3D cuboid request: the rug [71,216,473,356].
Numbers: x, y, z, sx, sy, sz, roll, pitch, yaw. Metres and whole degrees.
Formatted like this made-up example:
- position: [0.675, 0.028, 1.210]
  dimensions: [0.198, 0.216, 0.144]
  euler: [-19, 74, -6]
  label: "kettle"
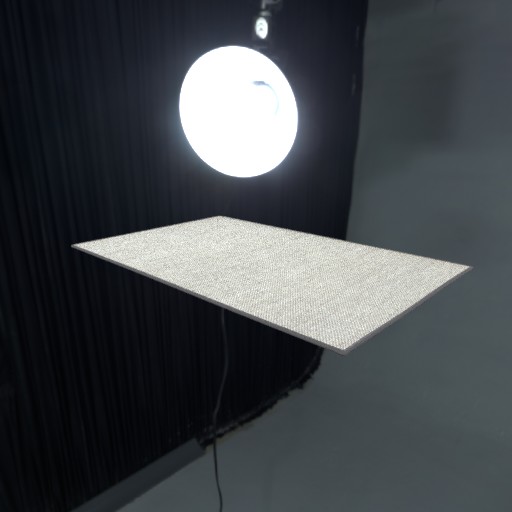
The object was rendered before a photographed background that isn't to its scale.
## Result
- position: [0.000, 0.000, 2.151]
  dimensions: [1.676, 0.013, 1.067]
  euler: [15, 22, 41]
  label: "rug"
